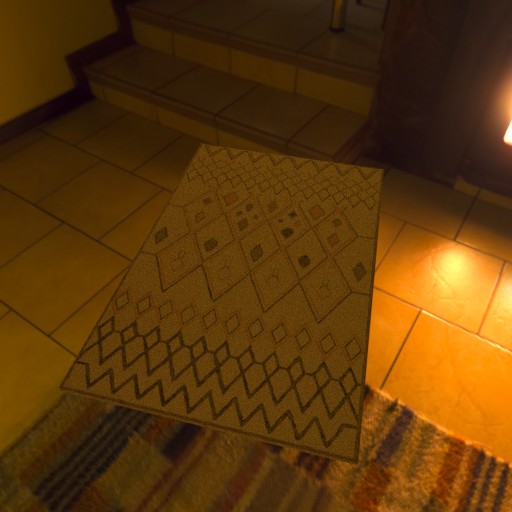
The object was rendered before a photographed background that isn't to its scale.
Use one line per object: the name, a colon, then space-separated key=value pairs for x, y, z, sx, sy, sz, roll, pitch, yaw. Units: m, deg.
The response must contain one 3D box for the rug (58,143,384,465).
rug: x=0.000 y=0.000 z=2.314 sx=1.219 sy=0.016 sz=1.829 roll=10 pitch=48 yaw=9
